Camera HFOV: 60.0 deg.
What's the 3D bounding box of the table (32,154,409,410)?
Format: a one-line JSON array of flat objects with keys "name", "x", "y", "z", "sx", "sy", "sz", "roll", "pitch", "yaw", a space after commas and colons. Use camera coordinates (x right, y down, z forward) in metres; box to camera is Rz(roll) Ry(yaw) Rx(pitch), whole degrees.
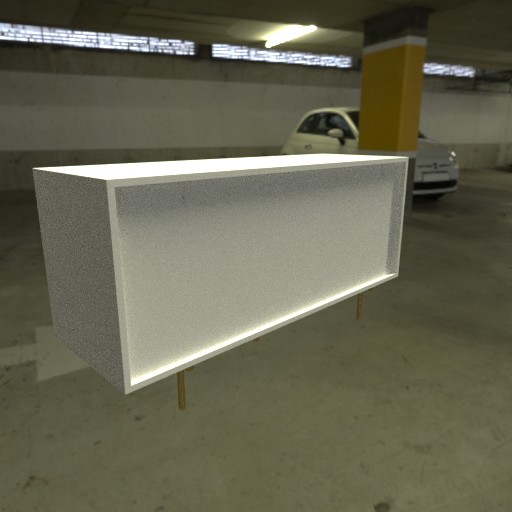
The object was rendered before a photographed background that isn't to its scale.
[{"name": "table", "x": 0.000, "y": 0.000, "z": 1.844, "sx": 1.500, "sy": 0.769, "sz": 0.508, "roll": -15, "pitch": 21, "yaw": -42}]
